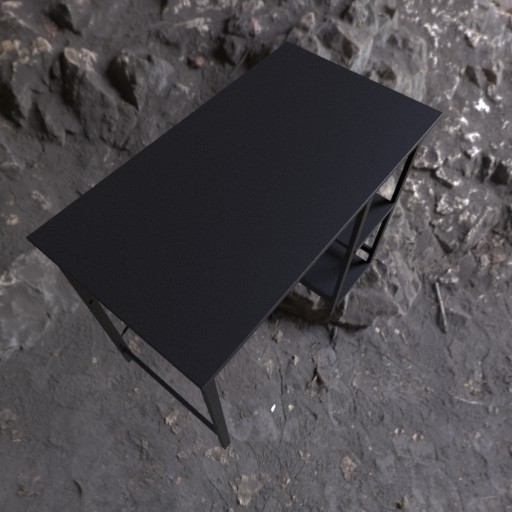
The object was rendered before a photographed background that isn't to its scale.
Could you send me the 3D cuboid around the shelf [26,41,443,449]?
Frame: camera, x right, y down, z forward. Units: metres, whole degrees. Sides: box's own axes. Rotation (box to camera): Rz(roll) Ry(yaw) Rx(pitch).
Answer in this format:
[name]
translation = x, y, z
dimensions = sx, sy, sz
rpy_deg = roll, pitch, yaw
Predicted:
[shelf]
translation = 0.000, 0.000, 1.338
dimensions = 0.498, 0.749, 0.902
rpy_deg = 34, 64, 20
